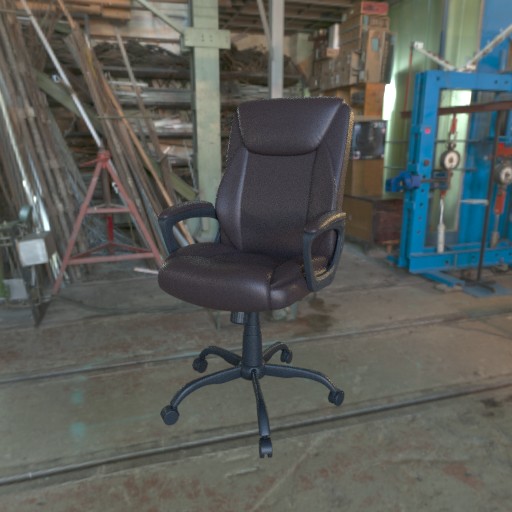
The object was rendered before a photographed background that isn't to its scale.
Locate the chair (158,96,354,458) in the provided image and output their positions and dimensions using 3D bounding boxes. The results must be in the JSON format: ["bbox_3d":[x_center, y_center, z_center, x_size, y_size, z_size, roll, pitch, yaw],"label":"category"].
[{"bbox_3d":[0.000,0.000,1.524,0.615,1.072,0.655,7,16,27],"label":"chair"}]
